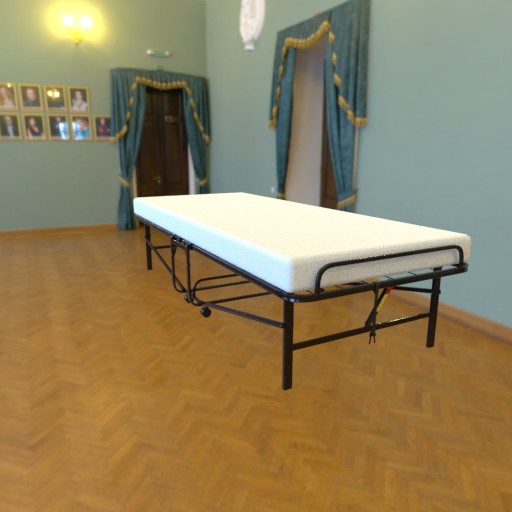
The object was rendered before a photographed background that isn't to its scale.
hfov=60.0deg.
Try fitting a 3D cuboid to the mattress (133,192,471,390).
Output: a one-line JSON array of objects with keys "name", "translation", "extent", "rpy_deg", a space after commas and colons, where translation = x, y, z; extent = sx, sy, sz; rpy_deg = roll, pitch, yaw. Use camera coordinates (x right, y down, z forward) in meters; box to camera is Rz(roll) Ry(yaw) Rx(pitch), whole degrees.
[{"name": "mattress", "translation": [0.000, 0.000, 2.545], "extent": [0.922, 0.519, 2.153], "rpy_deg": [-7, 15, -27]}]
